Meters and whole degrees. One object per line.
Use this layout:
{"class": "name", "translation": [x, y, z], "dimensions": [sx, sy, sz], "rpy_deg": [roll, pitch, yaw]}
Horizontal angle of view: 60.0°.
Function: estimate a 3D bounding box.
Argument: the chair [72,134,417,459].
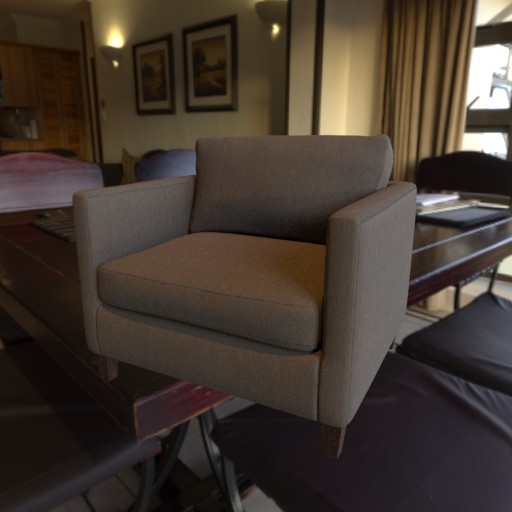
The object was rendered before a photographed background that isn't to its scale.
{"class": "chair", "translation": [0.000, 0.000, 1.821], "dimensions": [1.107, 0.963, 0.959], "rpy_deg": [8, 17, 27]}
